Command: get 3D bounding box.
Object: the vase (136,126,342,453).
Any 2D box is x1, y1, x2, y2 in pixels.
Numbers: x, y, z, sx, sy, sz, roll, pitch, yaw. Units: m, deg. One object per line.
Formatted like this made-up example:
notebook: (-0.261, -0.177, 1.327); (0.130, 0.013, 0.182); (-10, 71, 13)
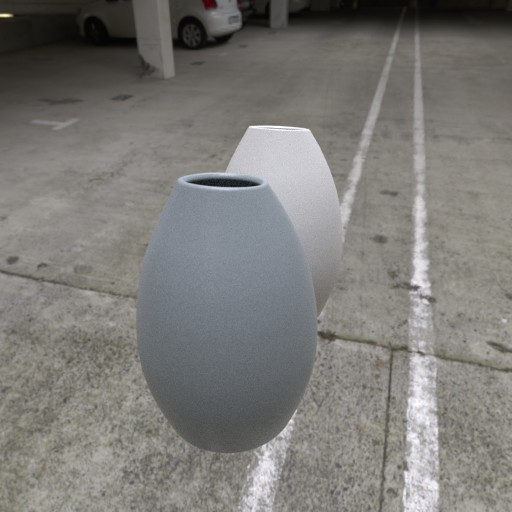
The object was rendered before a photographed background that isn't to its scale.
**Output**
vase: (0.000, 0.000, 0.256); (0.089, 0.131, 0.187); (8, 30, 15)
